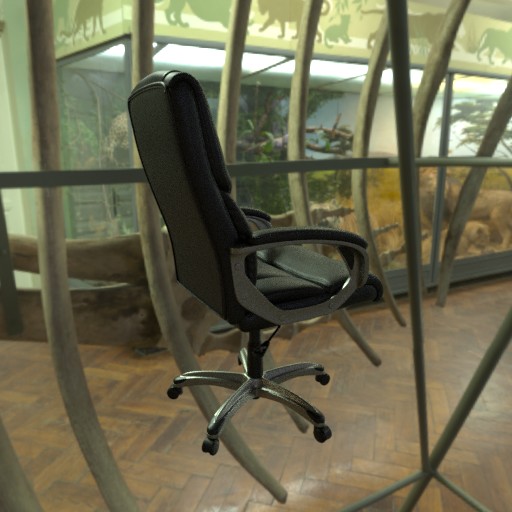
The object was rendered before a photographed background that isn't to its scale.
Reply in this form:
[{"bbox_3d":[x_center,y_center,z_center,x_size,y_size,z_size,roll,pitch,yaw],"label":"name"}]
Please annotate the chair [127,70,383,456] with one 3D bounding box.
[{"bbox_3d":[0.000,0.000,1.560,0.739,1.155,0.663,-7,15,-27],"label":"chair"}]
